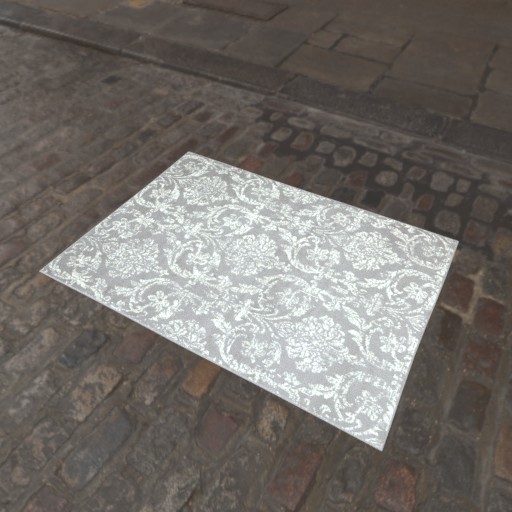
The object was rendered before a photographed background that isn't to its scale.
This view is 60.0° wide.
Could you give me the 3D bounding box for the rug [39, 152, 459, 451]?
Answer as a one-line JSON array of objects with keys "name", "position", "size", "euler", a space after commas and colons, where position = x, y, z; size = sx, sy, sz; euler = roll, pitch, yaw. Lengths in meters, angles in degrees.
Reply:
[{"name": "rug", "position": [0.000, 0.000, 2.851], "size": [2.206, 0.014, 1.578], "euler": [22, 49, 20]}]
